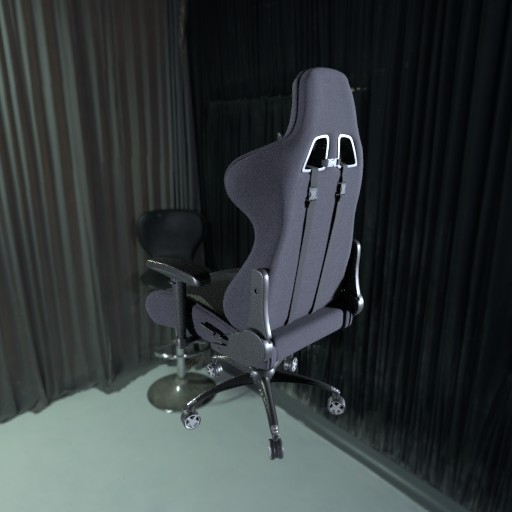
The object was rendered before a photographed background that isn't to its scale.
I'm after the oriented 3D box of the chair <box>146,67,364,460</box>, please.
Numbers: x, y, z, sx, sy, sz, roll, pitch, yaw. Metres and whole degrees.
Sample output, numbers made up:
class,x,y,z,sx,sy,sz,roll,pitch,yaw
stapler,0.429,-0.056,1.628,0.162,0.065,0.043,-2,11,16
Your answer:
class,x,y,z,sx,sy,sz,roll,pitch,yaw
chair,0.000,0.000,1.714,0.730,1.300,0.695,-16,23,-42
